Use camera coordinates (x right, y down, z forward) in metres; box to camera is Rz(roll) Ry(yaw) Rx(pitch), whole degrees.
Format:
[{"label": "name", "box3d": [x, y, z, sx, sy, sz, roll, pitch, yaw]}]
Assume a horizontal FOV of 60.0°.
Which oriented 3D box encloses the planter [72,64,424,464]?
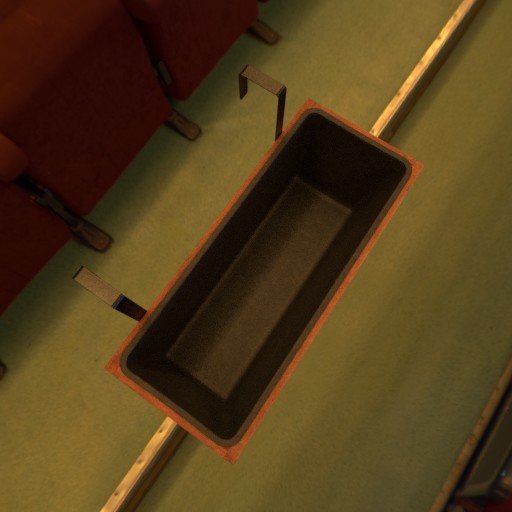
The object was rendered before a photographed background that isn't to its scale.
[{"label": "planter", "box3d": [0.000, 0.000, 0.643, 0.262, 0.289, 0.480, 33, 77, 9]}]
